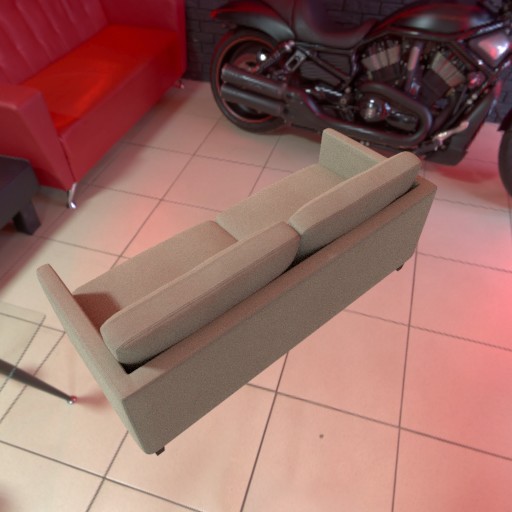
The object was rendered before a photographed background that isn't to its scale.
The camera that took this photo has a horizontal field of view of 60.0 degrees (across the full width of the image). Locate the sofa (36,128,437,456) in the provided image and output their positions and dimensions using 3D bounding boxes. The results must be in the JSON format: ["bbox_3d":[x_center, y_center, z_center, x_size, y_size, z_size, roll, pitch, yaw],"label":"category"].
[{"bbox_3d":[0.000,0.000,2.650,2.181,0.932,0.948,-31,54,-27],"label":"sofa"}]
